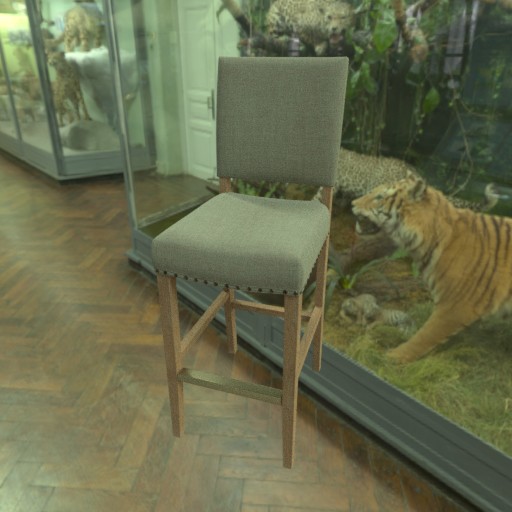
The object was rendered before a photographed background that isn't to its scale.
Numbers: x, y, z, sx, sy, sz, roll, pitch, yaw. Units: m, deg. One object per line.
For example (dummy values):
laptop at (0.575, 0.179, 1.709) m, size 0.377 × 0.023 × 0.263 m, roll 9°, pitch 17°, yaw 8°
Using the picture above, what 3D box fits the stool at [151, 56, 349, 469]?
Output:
stool at (0.000, 0.000, 1.473) m, size 0.445 × 1.203 × 0.585 m, roll 8°, pitch 26°, yaw 17°
